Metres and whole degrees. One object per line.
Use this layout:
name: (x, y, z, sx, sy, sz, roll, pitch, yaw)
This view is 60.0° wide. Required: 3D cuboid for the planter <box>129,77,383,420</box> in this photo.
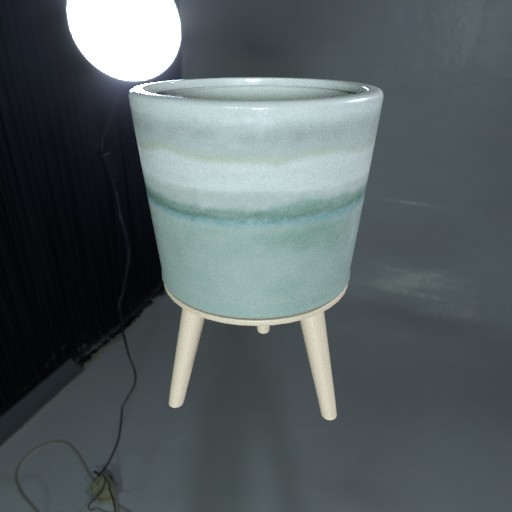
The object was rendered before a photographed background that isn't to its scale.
planter: (0.000, 0.000, 0.562, 0.265, 0.404, 0.265, 9, 27, 17)
